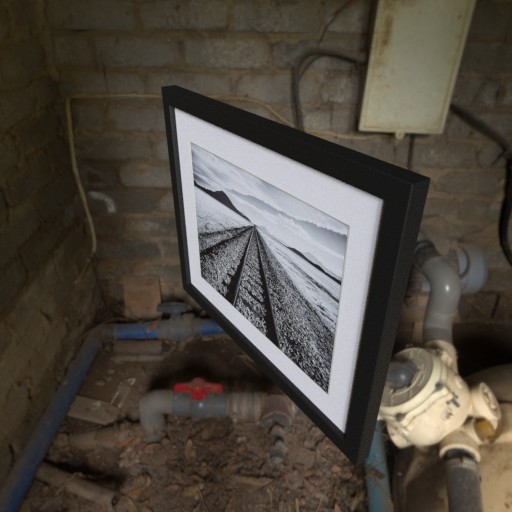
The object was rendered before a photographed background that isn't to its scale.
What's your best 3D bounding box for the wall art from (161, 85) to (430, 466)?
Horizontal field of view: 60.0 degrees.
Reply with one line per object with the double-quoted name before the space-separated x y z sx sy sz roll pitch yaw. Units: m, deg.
"wall art" 0.000 0.000 0.747 0.029 0.458 0.559 -21 38 -30
